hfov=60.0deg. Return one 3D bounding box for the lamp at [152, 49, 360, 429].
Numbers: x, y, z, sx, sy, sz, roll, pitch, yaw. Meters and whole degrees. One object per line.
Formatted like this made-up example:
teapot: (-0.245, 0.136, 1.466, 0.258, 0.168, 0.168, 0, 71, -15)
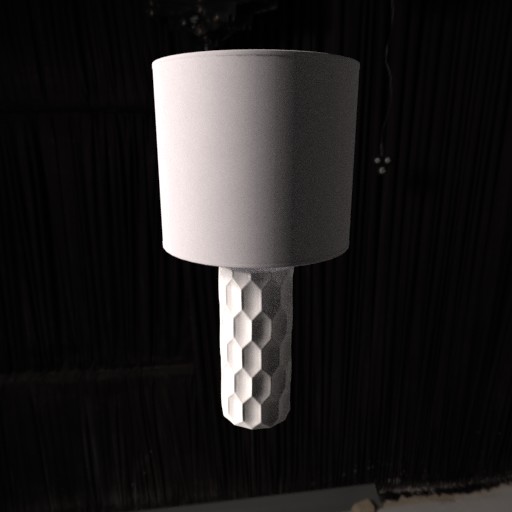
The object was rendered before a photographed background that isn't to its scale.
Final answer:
lamp: (0.000, 0.000, 0.678, 0.277, 0.537, 0.277, -2, 16, -8)
